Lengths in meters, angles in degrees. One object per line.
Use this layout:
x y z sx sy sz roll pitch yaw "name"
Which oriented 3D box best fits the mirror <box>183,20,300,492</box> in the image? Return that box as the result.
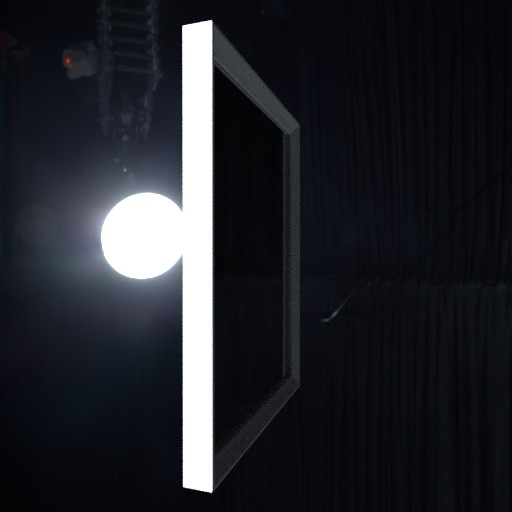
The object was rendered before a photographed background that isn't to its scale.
0.000 0.000 0.675 0.041 0.509 0.406 0 0 19 "mirror"
